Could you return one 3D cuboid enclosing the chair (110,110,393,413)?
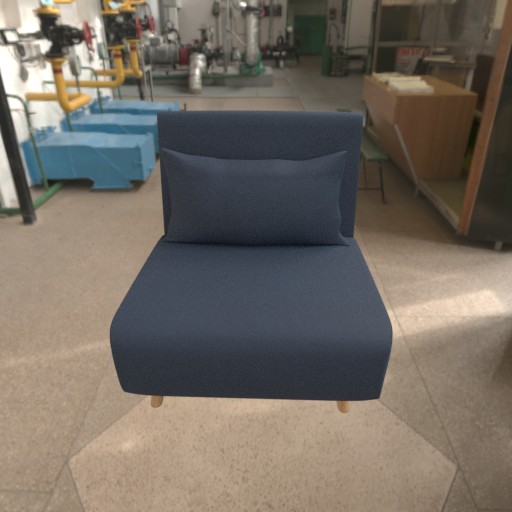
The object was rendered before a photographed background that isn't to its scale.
[{"bbox_3d":[0.000,0.000,1.499,0.770,0.808,0.900,1,29,2],"label":"chair"}]
